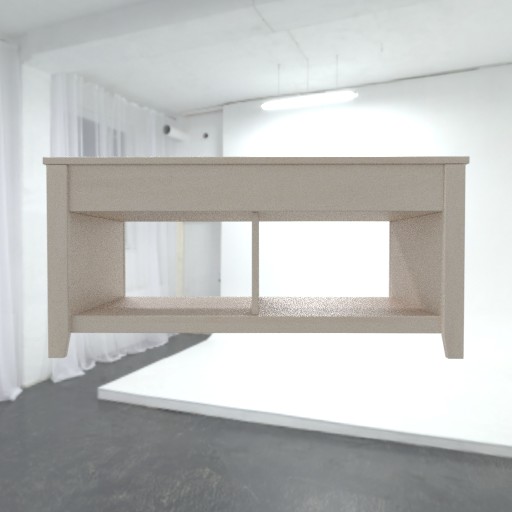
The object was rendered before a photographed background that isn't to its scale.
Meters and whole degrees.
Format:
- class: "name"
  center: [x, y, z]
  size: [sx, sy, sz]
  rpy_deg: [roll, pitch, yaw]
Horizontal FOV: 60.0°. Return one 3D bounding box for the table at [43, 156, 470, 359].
- class: "table"
  center: [0.000, 0.000, 1.287]
  size: [1.016, 0.483, 0.457]
  rpy_deg: [0, 1, 1]
